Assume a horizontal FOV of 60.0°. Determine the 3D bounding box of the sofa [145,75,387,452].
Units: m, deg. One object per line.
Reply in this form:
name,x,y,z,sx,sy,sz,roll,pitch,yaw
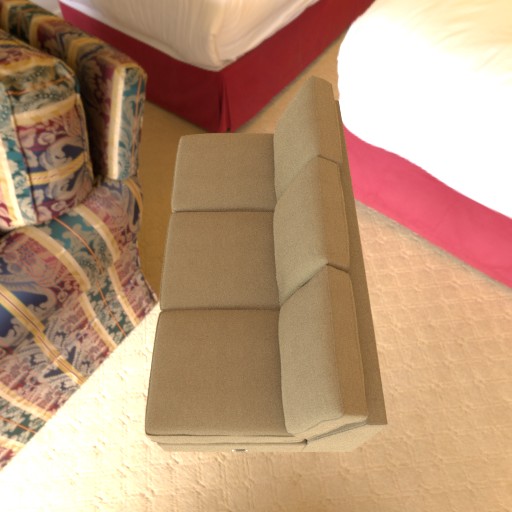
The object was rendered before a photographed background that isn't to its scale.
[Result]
sofa,0.000,0.000,2.688,1.127,1.036,2.092,0,58,0
